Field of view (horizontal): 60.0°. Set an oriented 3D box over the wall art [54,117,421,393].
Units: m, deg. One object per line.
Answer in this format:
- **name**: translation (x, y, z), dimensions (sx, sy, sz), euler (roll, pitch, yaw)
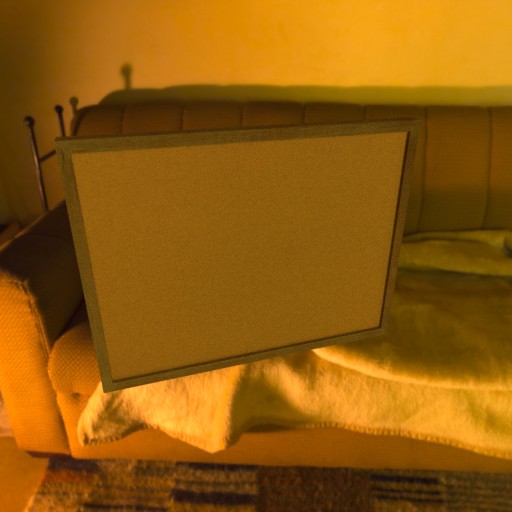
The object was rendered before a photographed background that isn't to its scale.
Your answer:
- **wall art**: translation (0.000, 0.000, 1.787), dimensions (1.320, 1.009, 0.070), euler (-8, 27, -16)
